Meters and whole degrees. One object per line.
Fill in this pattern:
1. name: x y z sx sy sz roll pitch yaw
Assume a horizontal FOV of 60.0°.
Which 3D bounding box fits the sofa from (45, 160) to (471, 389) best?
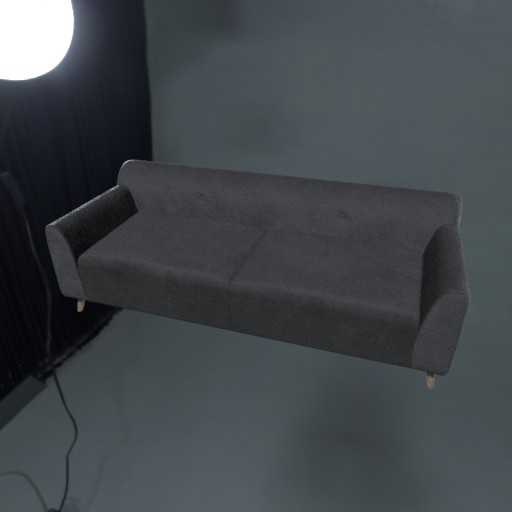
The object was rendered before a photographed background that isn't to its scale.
1. sofa: 0.000 0.000 2.617 2.190 0.740 0.900 9 30 16
